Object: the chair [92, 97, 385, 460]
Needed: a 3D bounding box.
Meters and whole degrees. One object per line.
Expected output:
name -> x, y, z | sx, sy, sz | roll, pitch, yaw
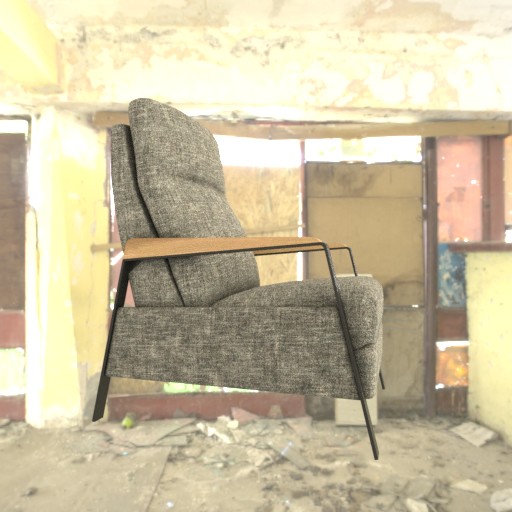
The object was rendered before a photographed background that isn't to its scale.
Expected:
chair -> 0.000, 0.000, 1.580 | 0.868, 1.042, 0.671 | 0, 0, 18
